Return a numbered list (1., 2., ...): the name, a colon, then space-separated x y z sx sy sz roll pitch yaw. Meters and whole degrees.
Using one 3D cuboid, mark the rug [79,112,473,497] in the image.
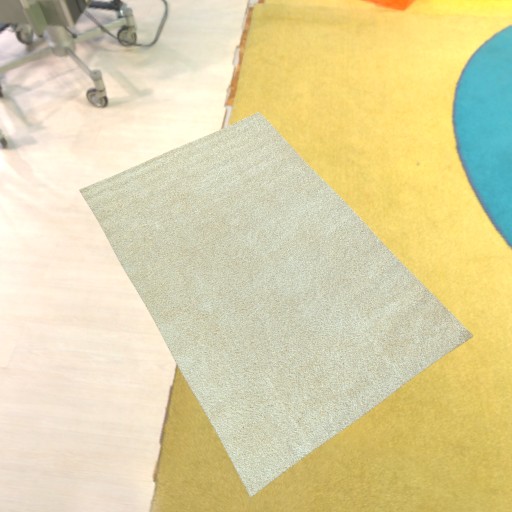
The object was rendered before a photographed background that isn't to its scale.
1. rug: 0.000 0.000 3.380 1.800 0.025 2.699 -28 62 -17
